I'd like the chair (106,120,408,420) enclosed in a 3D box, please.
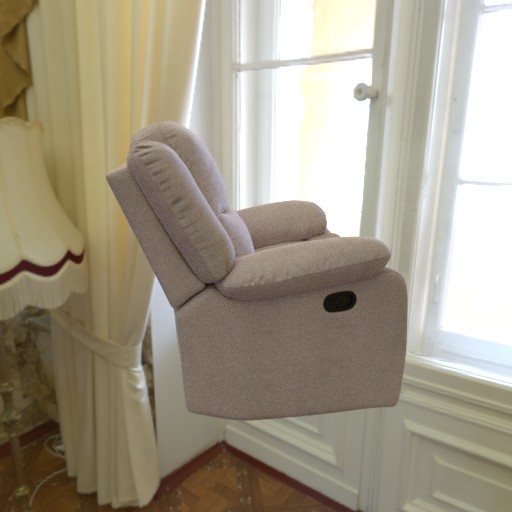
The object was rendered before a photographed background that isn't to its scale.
[{"bbox_3d":[0.000,0.000,1.728,0.944,1.008,0.899,-3,16,-9],"label":"chair"}]
